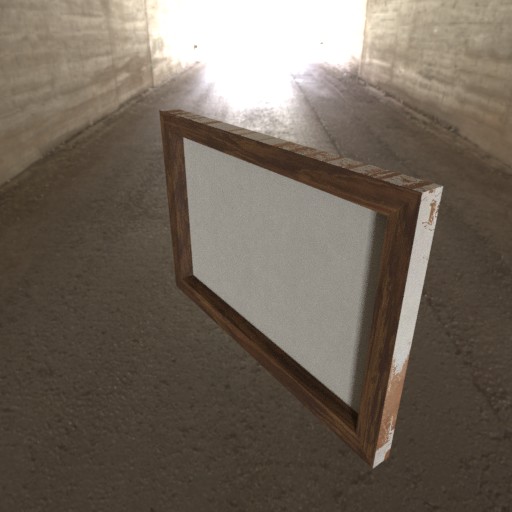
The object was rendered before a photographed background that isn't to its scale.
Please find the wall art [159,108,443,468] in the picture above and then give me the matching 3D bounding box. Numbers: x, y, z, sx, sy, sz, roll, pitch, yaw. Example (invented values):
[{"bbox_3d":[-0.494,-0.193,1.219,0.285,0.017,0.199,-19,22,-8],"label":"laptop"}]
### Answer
[{"bbox_3d":[0.000,0.000,0.756,0.035,0.405,0.609,-18,32,-31],"label":"wall art"}]
